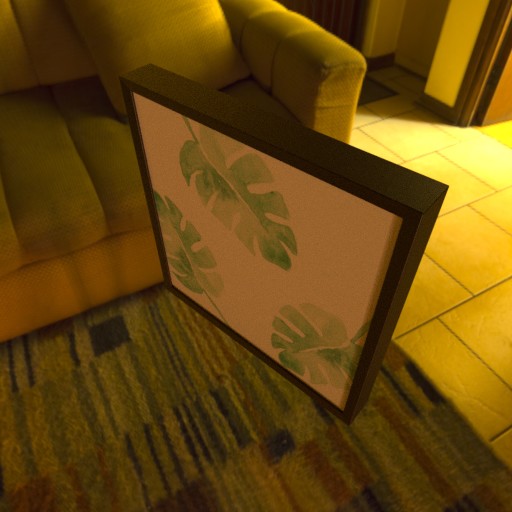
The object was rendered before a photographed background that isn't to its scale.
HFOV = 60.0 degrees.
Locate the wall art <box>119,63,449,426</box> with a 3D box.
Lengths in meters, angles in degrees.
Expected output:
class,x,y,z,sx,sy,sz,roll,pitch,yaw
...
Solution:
class,x,y,z,sx,sy,sz,roll,pitch,yaw
wall art,0.000,0.000,0.459,0.304,0.304,0.038,32,53,27
